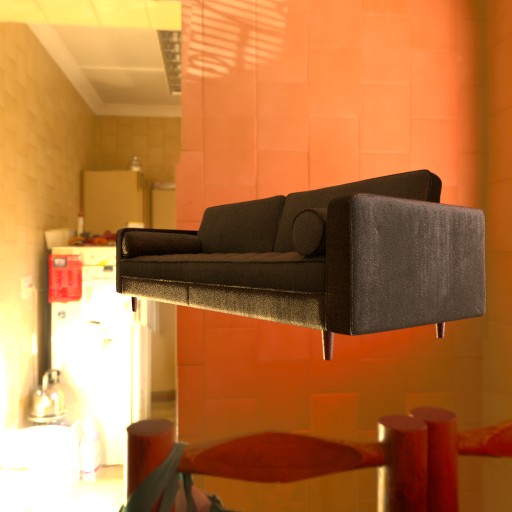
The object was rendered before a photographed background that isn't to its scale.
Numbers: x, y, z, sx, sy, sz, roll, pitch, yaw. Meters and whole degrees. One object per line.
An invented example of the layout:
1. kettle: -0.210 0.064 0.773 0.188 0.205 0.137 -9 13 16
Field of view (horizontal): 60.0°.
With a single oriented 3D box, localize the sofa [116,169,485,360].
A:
1. sofa: 0.000 0.000 2.564 0.918 0.769 2.199 0 -1 -37
